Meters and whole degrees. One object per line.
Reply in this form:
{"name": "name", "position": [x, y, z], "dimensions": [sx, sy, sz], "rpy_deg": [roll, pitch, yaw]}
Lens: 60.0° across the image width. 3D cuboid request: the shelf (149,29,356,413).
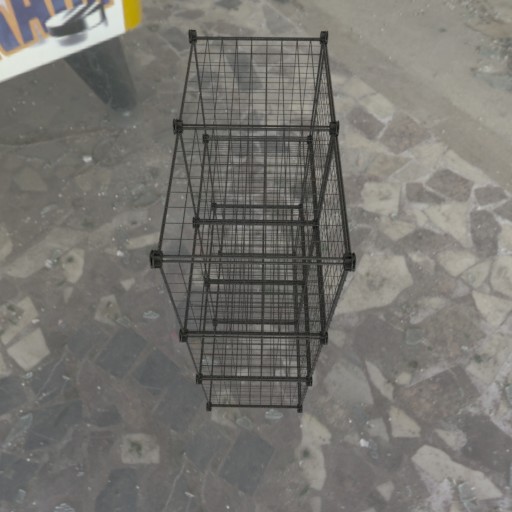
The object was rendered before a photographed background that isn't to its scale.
{"name": "shelf", "position": [0.000, 0.000, 1.395], "dimensions": [0.356, 1.067, 0.711], "rpy_deg": [1, 58, 1]}
